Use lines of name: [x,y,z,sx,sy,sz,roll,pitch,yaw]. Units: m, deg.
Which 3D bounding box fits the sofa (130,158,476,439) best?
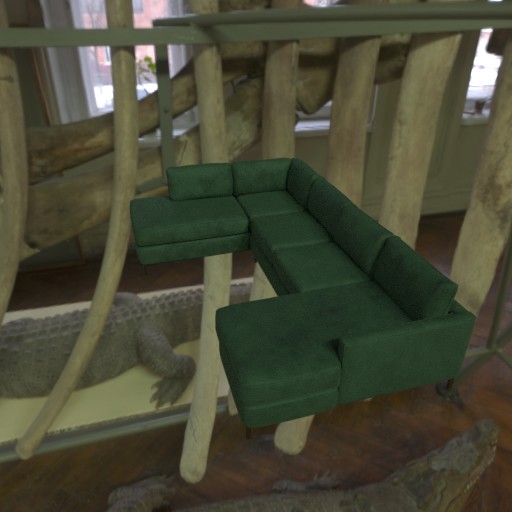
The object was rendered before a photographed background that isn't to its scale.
sofa: [0.000,0.000,3.780,1.992,0.861,2.994,-8,30,-14]
